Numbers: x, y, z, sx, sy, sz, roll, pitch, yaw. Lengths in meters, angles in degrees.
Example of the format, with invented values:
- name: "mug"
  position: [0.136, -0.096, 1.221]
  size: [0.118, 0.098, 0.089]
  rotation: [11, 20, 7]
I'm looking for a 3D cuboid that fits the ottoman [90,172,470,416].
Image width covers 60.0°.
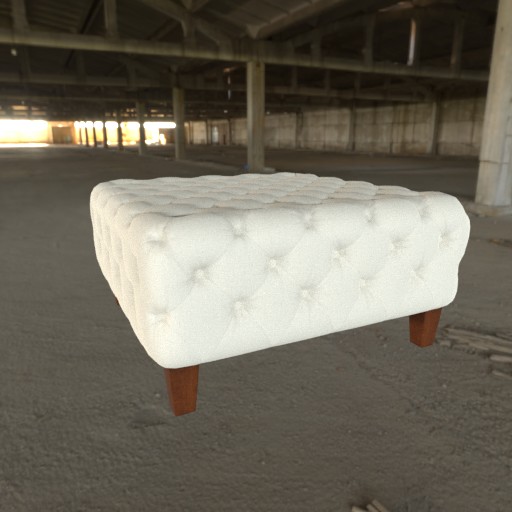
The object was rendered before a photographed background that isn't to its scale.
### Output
- name: "ottoman"
  position: [0.000, 0.000, 1.190]
  size: [0.753, 0.376, 0.755]
  rotation: [-7, 17, -25]
